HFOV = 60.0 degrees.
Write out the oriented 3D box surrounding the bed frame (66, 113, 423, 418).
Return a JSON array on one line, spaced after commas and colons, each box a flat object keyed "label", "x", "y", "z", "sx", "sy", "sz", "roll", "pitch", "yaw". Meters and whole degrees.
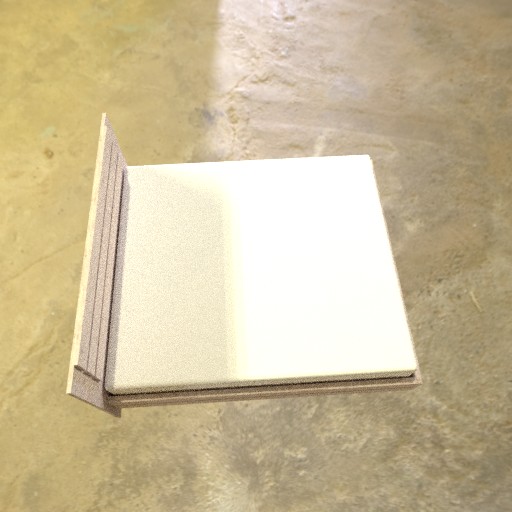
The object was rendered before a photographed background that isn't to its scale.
[{"label": "bed frame", "x": 0.000, "y": 0.000, "z": 3.173, "sx": 2.080, "sy": 0.970, "sz": 1.950, "roll": -3, "pitch": 63, "yaw": -2}]
